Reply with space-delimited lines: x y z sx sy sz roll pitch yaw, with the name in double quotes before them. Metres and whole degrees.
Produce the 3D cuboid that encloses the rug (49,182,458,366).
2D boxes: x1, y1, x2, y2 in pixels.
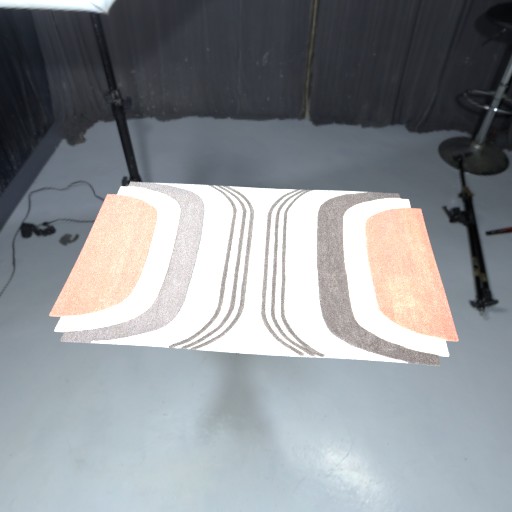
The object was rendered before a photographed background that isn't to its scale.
"rug" 0.000 0.000 3.042 2.446 0.017 1.530 3 46 3
